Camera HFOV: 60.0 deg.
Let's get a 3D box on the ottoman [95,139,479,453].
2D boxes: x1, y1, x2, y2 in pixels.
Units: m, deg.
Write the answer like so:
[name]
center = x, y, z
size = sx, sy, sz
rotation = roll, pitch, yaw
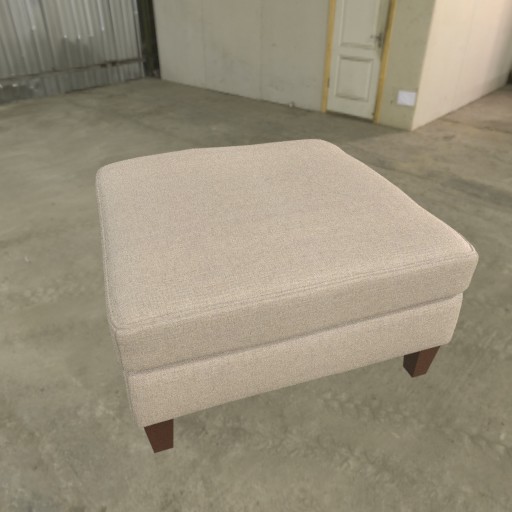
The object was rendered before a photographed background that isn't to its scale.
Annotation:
[ottoman]
center = 0.000, 0.000, 1.325
size = 0.838, 0.481, 0.838
rotation = -11, 35, -15
